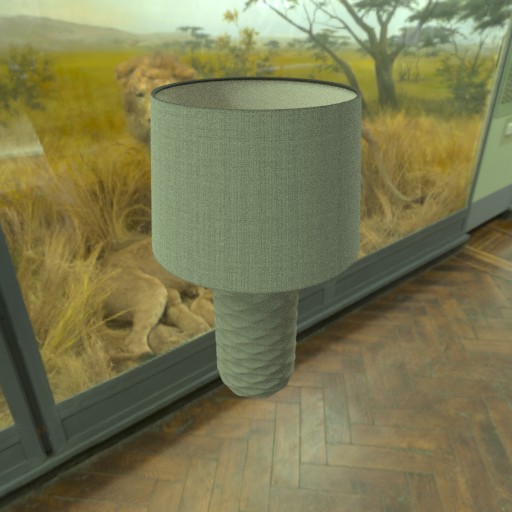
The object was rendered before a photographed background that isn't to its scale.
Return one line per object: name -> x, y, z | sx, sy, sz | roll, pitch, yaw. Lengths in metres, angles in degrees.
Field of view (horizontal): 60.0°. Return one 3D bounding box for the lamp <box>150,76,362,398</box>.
lamp -> 0.000, 0.000, 0.837 | 0.376, 0.594, 0.376 | 0, 29, 0
